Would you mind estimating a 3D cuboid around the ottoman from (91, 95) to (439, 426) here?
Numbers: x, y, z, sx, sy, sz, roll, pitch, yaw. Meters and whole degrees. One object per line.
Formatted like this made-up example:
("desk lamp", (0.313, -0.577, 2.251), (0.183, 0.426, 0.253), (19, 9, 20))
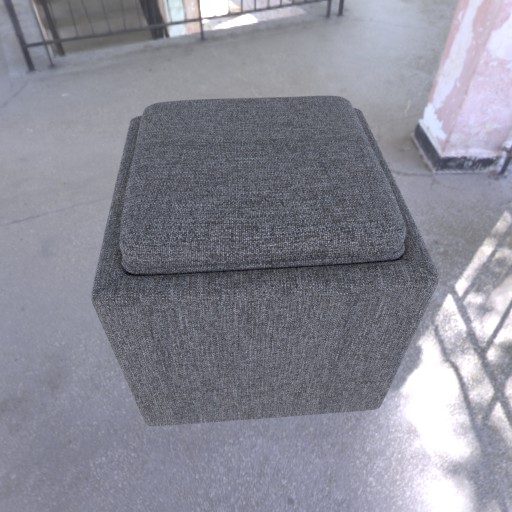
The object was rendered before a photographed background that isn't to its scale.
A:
("ottoman", (0.000, 0.000, 0.830), (0.450, 0.460, 0.450), (-3, 47, -3))
